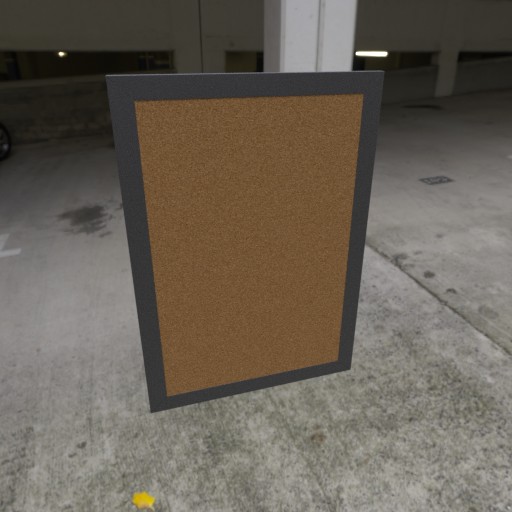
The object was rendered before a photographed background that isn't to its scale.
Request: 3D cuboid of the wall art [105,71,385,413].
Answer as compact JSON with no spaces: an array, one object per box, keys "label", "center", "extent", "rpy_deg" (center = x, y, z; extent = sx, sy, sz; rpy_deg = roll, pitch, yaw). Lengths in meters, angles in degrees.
[{"label":"wall art","center":[0.000,0.000,0.698],"extent":[0.380,0.534,0.013],"rpy_deg":[-8,26,-16]}]
